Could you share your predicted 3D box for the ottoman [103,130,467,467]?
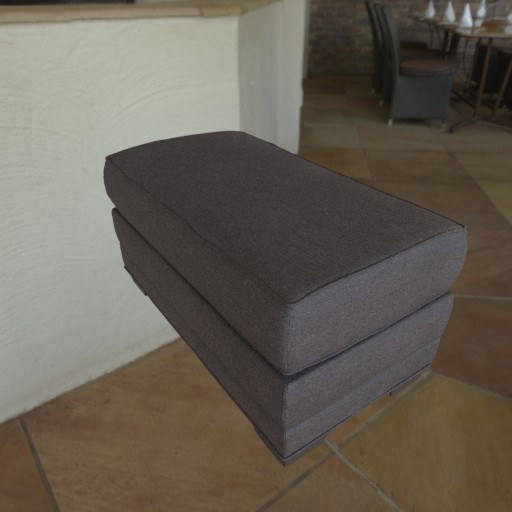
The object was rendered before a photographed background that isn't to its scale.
[{"bbox_3d":[0.000,0.000,1.146,0.490,0.448,0.864,-20,36,-29],"label":"ottoman"}]
